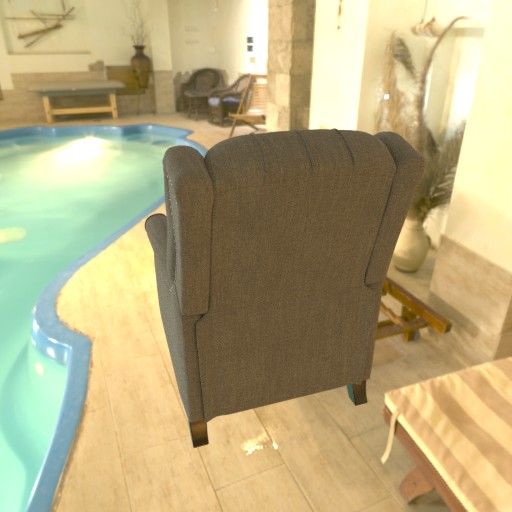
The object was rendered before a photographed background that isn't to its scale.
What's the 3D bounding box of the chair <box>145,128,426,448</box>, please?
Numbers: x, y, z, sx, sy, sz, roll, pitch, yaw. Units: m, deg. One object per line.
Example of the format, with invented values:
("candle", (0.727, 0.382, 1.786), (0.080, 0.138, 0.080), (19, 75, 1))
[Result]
("chair", (0.000, 0.000, 1.648), (0.742, 1.035, 0.898), (-8, 27, -16))
